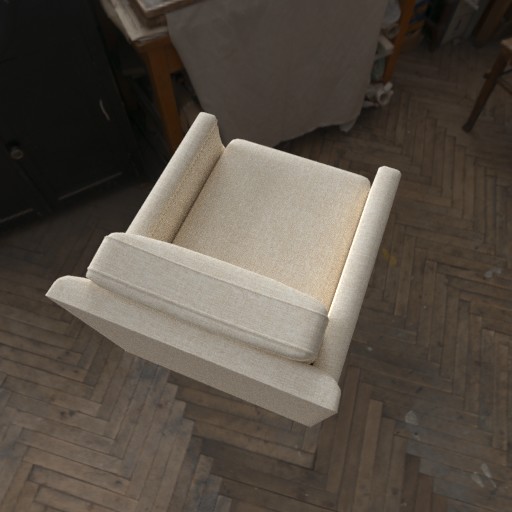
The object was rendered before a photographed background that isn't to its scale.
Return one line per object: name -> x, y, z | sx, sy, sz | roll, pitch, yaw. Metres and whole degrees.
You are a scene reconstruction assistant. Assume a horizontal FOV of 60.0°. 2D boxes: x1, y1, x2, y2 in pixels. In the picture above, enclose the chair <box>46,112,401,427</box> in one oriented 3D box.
chair -> 0.000, 0.000, 1.713 | 0.838, 0.940, 1.041 | 19, 64, 10
